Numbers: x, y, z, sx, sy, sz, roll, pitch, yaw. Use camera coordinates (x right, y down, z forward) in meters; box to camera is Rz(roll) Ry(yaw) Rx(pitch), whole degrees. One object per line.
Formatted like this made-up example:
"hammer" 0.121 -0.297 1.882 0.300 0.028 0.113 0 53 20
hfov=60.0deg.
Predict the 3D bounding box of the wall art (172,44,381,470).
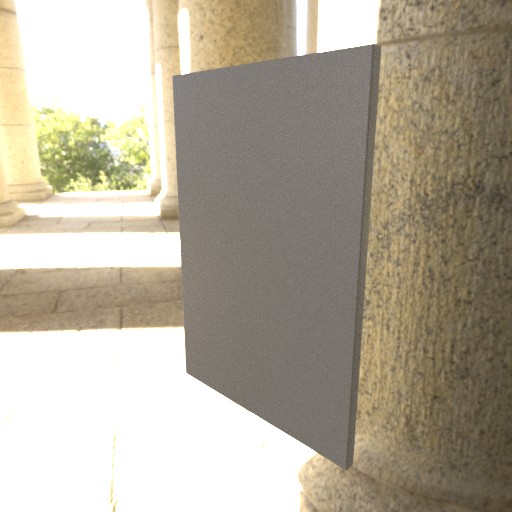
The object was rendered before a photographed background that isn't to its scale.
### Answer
"wall art" 0.000 0.000 1.011 0.556 0.813 0.026 15 21 43
